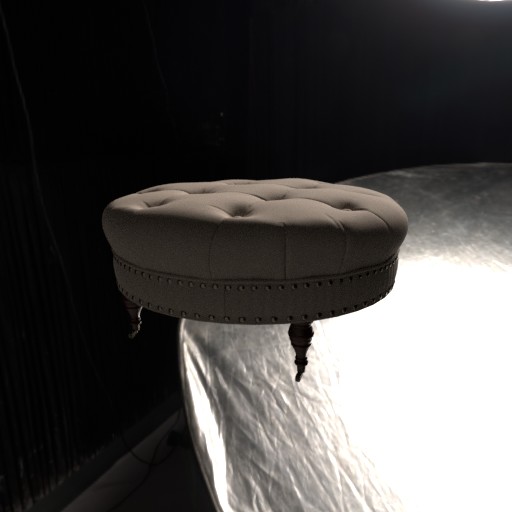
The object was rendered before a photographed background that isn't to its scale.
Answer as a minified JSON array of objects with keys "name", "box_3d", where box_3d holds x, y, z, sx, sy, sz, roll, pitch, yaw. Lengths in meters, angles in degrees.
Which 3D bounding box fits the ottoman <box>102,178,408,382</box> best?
[{"name":"ottoman","box_3d":[0.000,0.000,1.393,0.901,0.439,0.901,0,15,0]}]
